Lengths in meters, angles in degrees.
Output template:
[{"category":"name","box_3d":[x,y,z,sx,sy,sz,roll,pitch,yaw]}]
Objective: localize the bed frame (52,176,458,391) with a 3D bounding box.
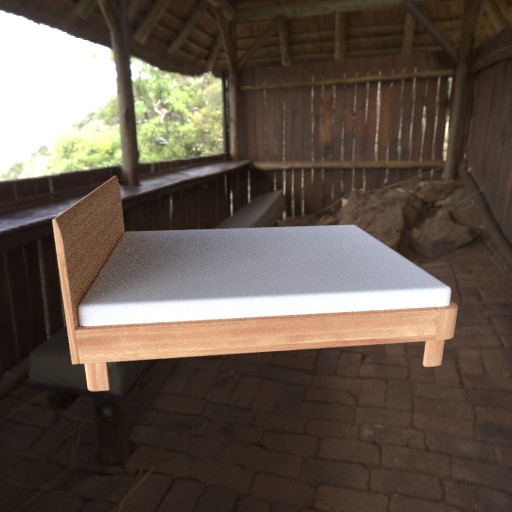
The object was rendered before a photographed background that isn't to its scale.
[{"category":"bed frame","box_3d":[0.000,0.000,3.073,2.092,0.940,1.660,-2,17,-7]}]
